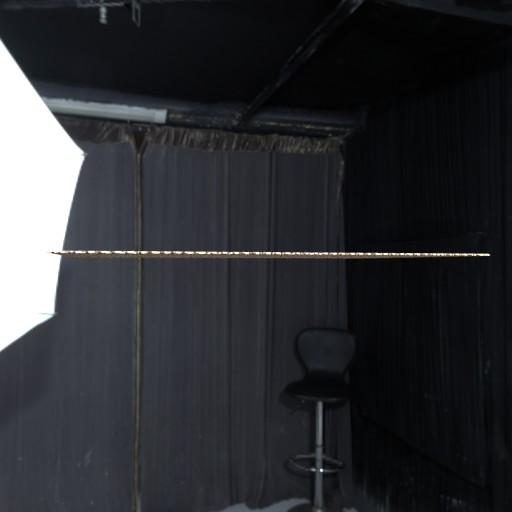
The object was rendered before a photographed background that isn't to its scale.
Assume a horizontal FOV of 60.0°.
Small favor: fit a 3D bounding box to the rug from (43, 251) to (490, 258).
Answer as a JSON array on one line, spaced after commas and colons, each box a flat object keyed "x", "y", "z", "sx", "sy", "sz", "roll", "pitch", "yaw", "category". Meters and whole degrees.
[{"x": 0.000, "y": 0.000, "z": 2.276, "sx": 1.828, "sy": 0.008, "sz": 1.219, "roll": 0, "pitch": -1, "yaw": -18, "category": "rug"}]
